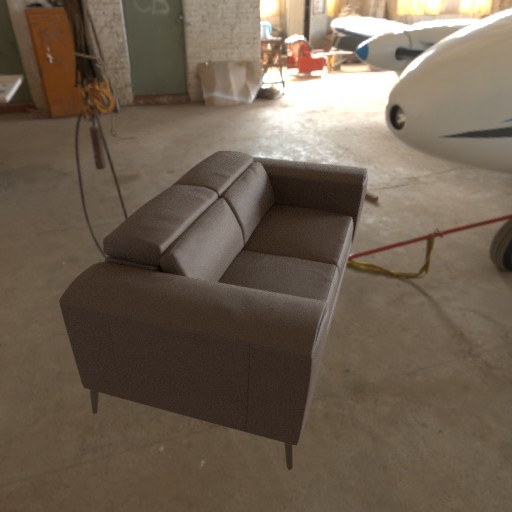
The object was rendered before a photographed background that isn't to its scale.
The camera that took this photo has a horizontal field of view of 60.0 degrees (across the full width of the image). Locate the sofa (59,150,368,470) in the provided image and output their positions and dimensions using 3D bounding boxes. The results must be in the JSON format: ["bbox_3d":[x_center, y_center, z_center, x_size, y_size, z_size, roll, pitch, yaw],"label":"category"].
[{"bbox_3d":[0.000,0.000,2.427,1.003,0.779,1.895,9,32,15],"label":"sofa"}]
